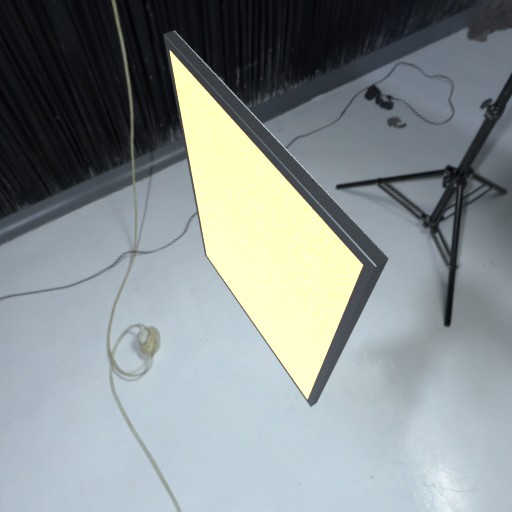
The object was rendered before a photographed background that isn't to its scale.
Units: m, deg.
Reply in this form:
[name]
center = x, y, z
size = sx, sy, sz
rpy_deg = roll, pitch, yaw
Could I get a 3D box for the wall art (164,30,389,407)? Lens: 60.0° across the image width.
[wall art]
center = 0.000, 0.000, 1.347
size = 0.030, 1.027, 0.774
rpy_deg = -29, 63, -16
